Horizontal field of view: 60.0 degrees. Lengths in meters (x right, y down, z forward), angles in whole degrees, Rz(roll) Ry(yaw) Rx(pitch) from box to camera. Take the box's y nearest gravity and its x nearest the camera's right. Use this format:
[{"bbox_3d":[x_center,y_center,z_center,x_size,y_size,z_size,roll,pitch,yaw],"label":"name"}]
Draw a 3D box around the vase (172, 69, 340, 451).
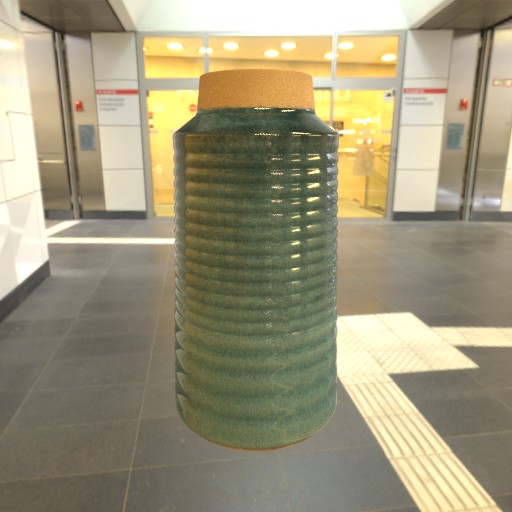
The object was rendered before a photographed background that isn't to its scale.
[{"bbox_3d":[0.000,0.000,0.419,0.163,0.316,0.163,0,15,0],"label":"vase"}]
